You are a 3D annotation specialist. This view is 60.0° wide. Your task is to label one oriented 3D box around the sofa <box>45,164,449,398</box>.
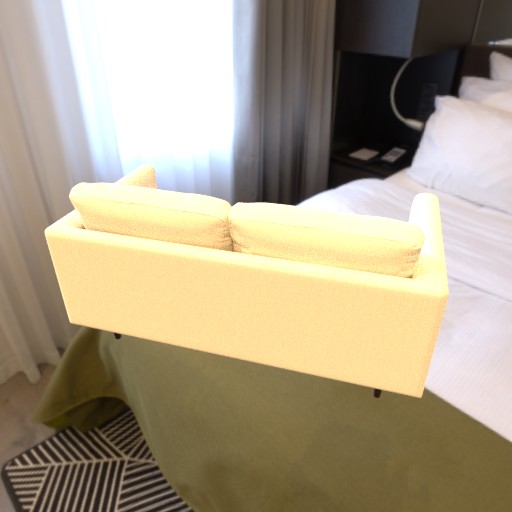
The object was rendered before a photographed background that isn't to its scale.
[{"bbox_3d":[0.000,0.000,2.266,1.713,0.893,0.940,9,33,14],"label":"sofa"}]
